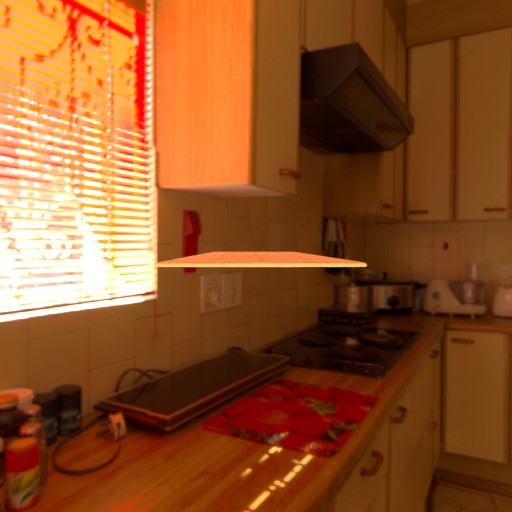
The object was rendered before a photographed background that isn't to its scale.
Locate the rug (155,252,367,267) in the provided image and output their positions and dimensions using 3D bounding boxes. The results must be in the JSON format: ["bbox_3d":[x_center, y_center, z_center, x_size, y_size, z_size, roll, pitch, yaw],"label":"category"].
[{"bbox_3d":[0.000,0.000,2.542,0.678,0.014,2.276,0,1,-1],"label":"rug"}]
